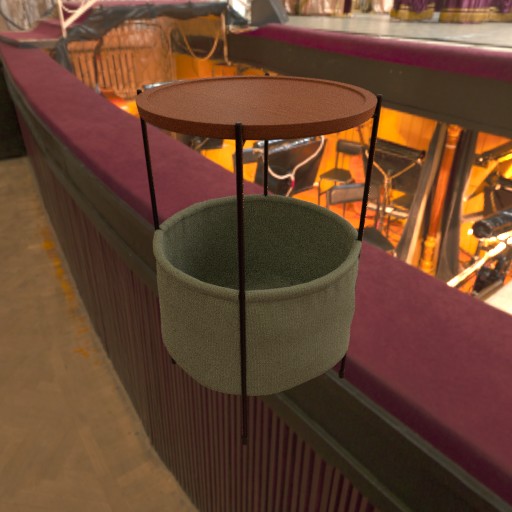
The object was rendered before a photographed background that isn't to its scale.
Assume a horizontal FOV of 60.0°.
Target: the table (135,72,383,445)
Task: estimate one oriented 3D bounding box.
[{"bbox_3d":[0.000,0.000,0.883,0.400,0.623,0.400,-22,37,-32],"label":"table"}]
